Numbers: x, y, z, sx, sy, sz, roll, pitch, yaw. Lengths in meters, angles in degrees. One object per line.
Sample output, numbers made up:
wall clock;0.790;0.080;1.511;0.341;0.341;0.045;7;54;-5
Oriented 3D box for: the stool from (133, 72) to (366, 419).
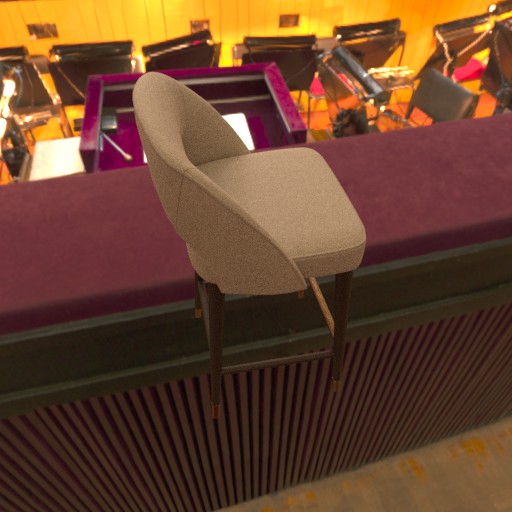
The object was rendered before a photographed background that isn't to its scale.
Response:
stool;0.000;0.000;1.296;0.509;1.037;0.494;-10;47;-9
